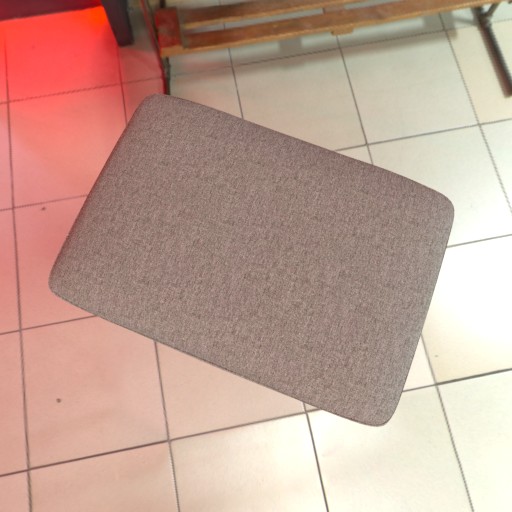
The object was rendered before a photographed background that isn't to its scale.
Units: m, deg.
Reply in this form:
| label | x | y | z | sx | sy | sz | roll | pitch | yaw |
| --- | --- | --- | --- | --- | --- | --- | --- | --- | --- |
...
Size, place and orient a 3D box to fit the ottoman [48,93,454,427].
| label | x | y | z | sx | sy | sz | roll | pitch | yaw |
| --- | --- | --- | --- | --- | --- | --- | --- | --- | --- |
| ottoman | 0.000 | 0.000 | 1.341 | 0.977 | 0.451 | 0.694 | 21 | 76 | 5 |
